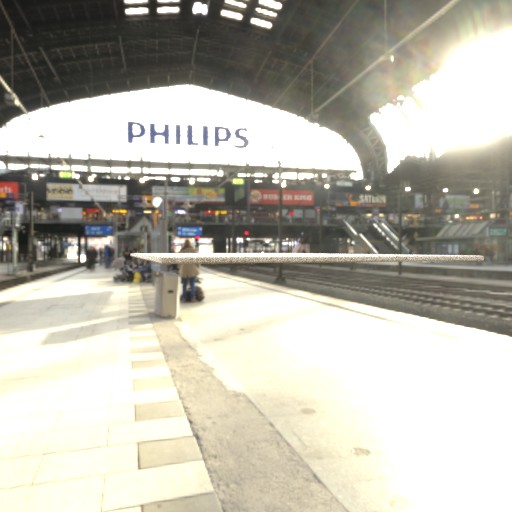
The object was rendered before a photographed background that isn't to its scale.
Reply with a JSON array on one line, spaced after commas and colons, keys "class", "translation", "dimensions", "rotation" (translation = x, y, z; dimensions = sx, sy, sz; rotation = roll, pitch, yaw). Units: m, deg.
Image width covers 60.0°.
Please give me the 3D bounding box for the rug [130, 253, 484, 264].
[{"class": "rug", "translation": [0.000, 0.000, 3.477], "dimensions": [1.778, 0.030, 2.743], "rotation": [0, 1, -18]}]
